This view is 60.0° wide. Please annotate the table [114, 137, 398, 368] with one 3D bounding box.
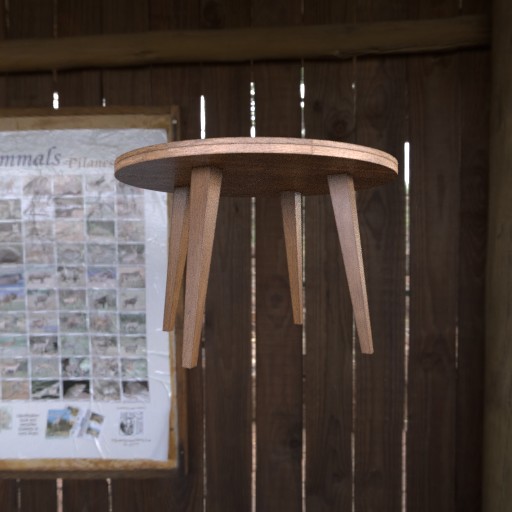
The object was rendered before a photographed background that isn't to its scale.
[{"bbox_3d":[0.000,0.000,1.997,1.213,0.764,1.213,0,1,0],"label":"table"}]
